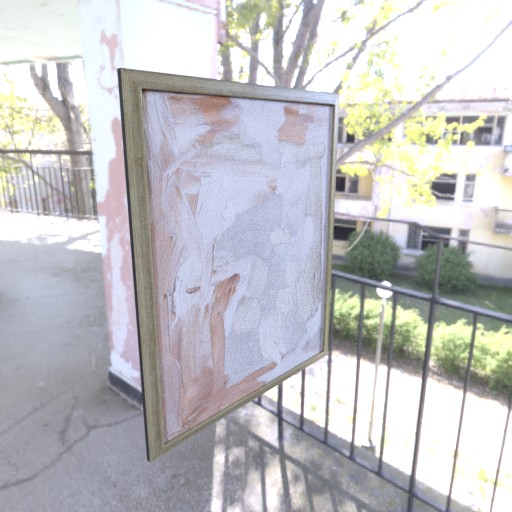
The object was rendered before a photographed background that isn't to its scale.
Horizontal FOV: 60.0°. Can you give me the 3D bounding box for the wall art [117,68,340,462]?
[{"bbox_3d":[0.000,0.000,0.907,0.018,0.660,0.559,14,21,41],"label":"wall art"}]
